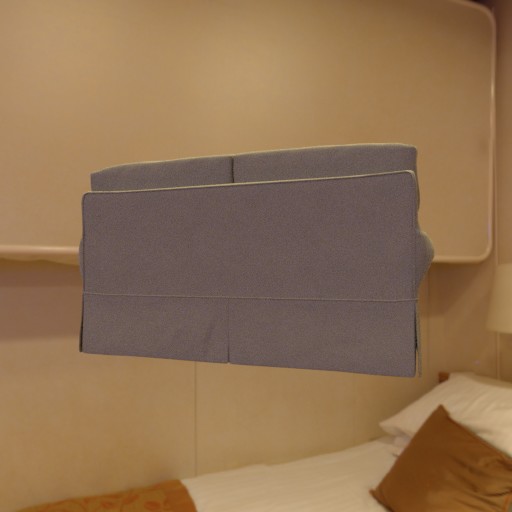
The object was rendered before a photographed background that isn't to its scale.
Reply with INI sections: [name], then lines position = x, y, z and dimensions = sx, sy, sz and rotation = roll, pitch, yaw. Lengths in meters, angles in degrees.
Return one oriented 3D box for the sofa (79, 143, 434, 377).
[sofa]
position = 0.000, 0.000, 2.438
dimensions = 1.823, 1.024, 0.841
rotation = -1, -2, 19
